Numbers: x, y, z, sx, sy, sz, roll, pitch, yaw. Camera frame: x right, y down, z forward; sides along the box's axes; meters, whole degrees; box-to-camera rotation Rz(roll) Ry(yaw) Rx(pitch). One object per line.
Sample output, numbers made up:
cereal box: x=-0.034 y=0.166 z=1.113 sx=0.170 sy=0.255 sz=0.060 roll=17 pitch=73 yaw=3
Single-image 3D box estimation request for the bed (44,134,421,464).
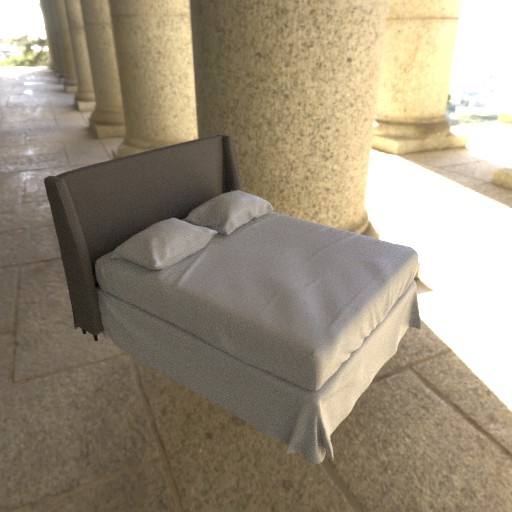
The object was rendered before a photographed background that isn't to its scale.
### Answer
bed: x=0.000 y=0.000 z=3.419 sx=2.276 sy=1.332 sz=1.925 roll=18 pitch=32 yaw=32
